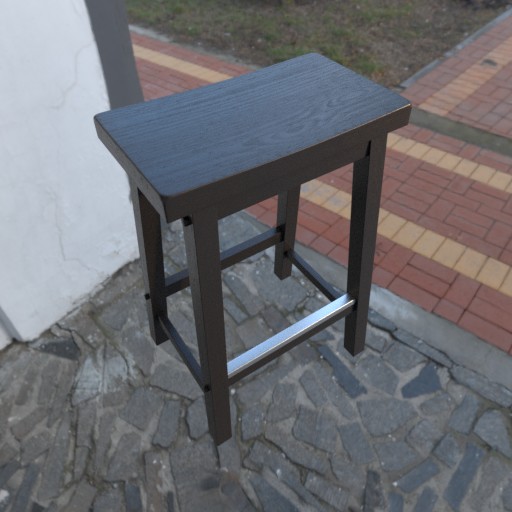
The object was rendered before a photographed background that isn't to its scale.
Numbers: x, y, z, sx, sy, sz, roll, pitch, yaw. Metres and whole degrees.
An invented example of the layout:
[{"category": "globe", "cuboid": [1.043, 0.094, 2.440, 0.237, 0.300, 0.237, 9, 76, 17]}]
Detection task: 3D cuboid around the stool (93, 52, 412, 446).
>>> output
[{"category": "stool", "cuboid": [0.000, 0.000, 0.855, 0.406, 0.610, 0.322, -26, 51, -23]}]
